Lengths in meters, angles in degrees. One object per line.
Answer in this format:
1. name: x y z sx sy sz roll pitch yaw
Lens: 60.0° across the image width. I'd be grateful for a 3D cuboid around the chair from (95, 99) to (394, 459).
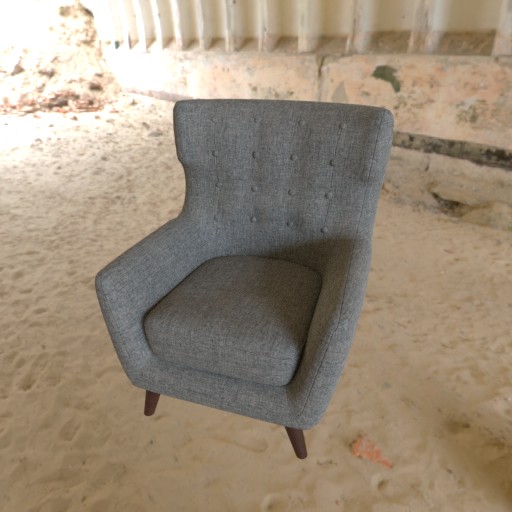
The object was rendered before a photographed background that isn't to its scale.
1. chair: 0.000 0.000 1.710 0.878 1.063 0.904 8 27 17
